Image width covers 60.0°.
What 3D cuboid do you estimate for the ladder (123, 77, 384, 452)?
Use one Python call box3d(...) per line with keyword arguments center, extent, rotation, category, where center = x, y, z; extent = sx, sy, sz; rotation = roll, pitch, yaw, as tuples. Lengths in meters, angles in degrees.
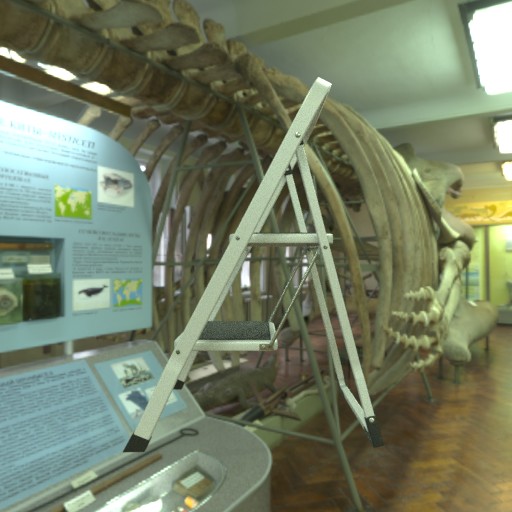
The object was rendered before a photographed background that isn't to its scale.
box3d(center=(0.000, 0.000, 1.139), extent=(0.544, 0.810, 0.460), rotation=(0, 0, 1), category="ladder")
